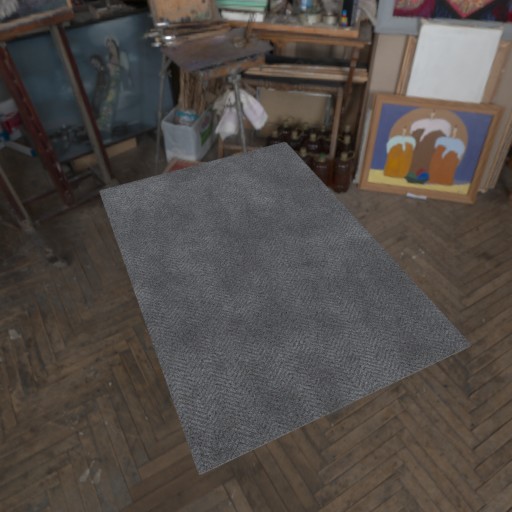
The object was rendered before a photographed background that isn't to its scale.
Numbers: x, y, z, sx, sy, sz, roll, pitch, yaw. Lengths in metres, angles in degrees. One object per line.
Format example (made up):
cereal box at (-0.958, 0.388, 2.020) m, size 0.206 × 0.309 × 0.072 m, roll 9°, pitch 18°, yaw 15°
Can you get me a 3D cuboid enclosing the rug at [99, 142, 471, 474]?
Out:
rug at (0.000, 0.000, 2.918) m, size 1.600 × 0.008 × 2.235 m, roll -19°, pitch 50°, yaw -17°
